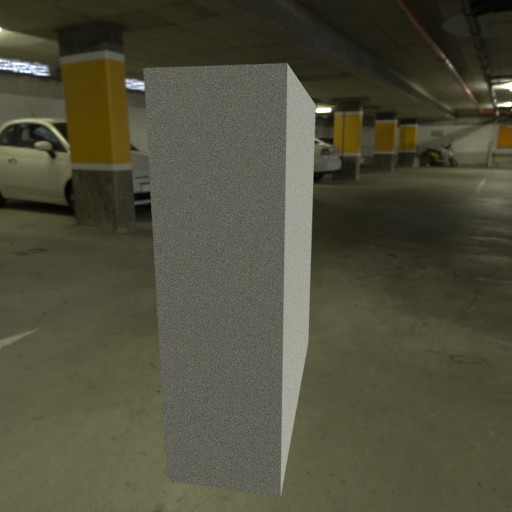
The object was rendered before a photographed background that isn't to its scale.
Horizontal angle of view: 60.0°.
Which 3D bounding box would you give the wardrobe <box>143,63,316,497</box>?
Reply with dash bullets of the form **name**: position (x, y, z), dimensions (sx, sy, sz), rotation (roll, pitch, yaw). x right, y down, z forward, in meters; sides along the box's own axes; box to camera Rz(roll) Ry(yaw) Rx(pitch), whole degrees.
- **wardrobe**: position (0.000, 0.000, 2.898), dimensions (0.600, 2.020, 1.830), rotation (3, 14, 11)
